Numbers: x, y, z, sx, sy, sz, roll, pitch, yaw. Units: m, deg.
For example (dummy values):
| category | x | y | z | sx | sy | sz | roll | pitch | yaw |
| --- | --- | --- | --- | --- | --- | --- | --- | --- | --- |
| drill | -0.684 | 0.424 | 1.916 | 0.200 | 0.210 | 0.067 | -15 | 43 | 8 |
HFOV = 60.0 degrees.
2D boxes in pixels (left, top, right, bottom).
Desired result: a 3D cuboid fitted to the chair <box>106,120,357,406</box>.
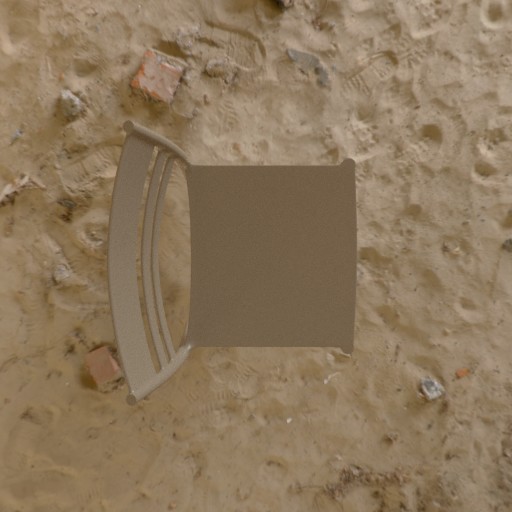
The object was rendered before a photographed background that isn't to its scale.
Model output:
| category | x | y | z | sx | sy | sz | roll | pitch | yaw |
| --- | --- | --- | --- | --- | --- | --- | --- | --- | --- |
| chair | 0.000 | 0.000 | 1.127 | 0.511 | 0.800 | 0.531 | 0 | 92 | 0 |
